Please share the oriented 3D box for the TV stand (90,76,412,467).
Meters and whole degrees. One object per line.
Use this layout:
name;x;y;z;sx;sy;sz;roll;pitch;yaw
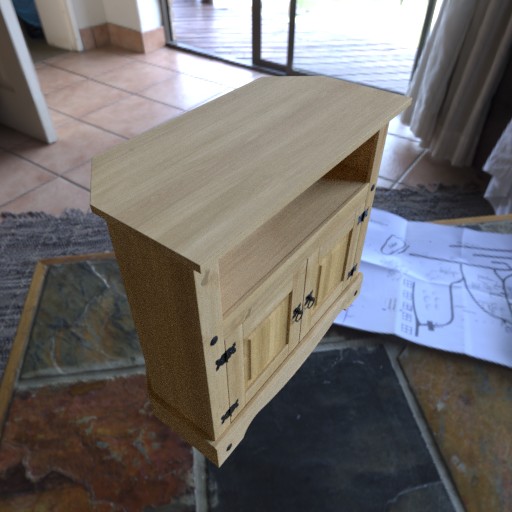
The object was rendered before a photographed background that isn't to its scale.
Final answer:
TV stand;0.000;0.000;1.310;0.425;0.781;0.851;27;48;27
